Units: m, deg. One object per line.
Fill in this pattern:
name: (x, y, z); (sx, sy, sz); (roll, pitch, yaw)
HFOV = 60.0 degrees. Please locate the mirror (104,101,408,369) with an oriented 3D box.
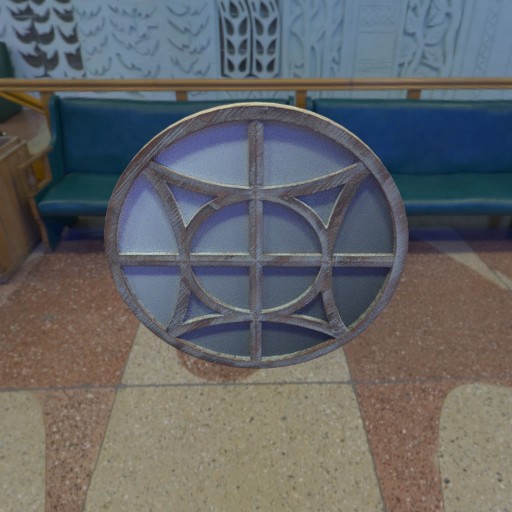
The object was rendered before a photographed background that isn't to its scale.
mirror: (0.000, 0.000, 1.067); (0.710, 0.710, 0.038); (0, 31, 0)
